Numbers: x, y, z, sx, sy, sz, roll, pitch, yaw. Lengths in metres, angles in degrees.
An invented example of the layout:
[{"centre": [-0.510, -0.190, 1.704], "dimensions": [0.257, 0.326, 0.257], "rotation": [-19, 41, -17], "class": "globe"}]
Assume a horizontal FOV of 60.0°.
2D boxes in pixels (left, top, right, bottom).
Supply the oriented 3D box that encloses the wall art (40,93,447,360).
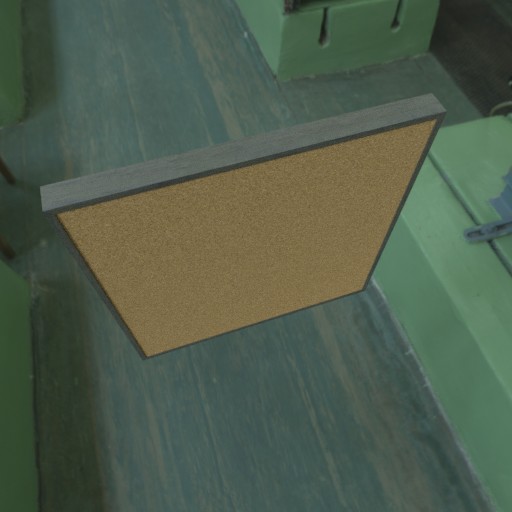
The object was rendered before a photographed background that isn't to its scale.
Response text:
[{"centre": [0.000, 0.000, 0.753], "dimensions": [0.507, 0.507, 0.037], "rotation": [-16, 60, -10], "class": "wall art"}]
